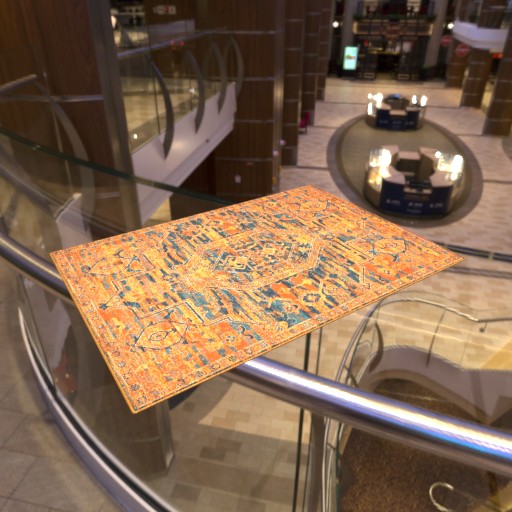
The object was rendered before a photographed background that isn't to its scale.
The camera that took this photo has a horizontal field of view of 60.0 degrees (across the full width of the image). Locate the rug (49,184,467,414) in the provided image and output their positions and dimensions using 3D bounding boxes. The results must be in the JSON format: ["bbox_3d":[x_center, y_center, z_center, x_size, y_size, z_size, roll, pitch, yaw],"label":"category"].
[{"bbox_3d":[0.000,0.000,3.773,2.916,0.019,2.043,-19,35,-28],"label":"rug"}]
